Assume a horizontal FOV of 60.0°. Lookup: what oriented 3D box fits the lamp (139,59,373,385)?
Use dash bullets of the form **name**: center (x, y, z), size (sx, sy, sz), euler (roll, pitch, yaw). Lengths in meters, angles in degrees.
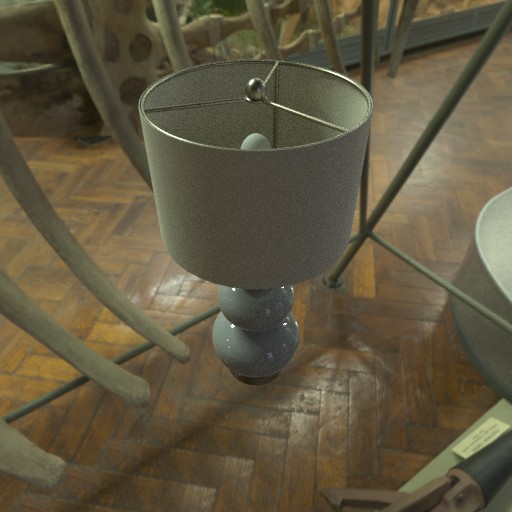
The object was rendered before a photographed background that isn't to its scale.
- **lamp**: center (0.000, 0.000, 0.928), size (0.367, 0.730, 0.367), euler (-25, 47, -26)
